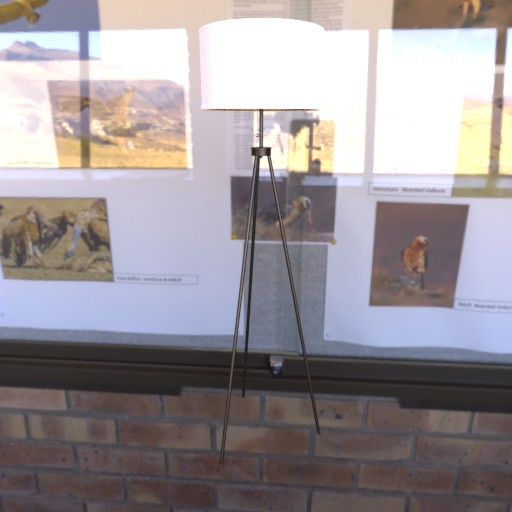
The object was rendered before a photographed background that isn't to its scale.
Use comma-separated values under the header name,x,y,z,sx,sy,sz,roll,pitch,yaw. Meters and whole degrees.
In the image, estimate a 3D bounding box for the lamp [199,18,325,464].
name,x,y,z,sx,sy,sz,roll,pitch,yaw
lamp,0.000,0.000,1.692,0.448,1.545,0.458,-8,19,-26
